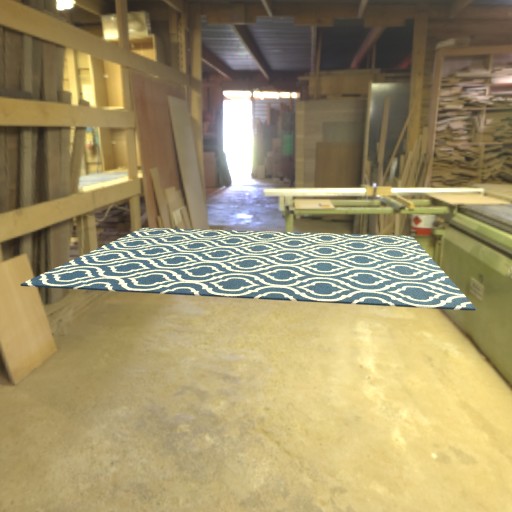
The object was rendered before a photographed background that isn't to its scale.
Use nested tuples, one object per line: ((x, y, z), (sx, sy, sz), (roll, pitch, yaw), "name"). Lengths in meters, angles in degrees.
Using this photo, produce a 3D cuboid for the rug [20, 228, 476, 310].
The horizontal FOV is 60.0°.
((0.000, 0.000, 2.763), (2.134, 0.010, 1.524), (2, 15, 9), "rug")
